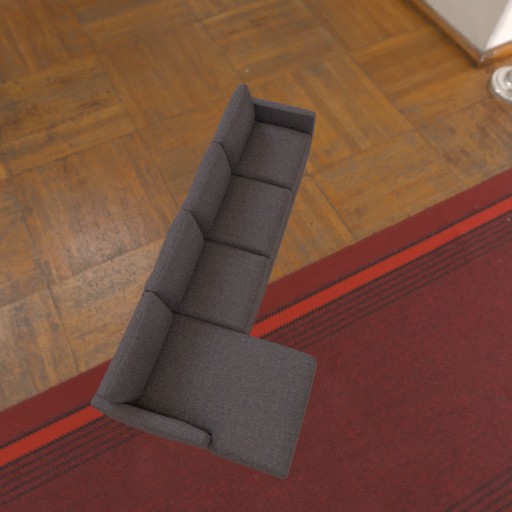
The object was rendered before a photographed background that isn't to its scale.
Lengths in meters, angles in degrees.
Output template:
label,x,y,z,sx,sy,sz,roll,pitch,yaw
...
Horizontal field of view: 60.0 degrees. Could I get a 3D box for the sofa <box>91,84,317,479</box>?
label,x,y,z,sx,sy,sz,roll,pitch,yaw
sofa,0.000,0.000,3.287,1.258,0.754,2.731,16,65,8
